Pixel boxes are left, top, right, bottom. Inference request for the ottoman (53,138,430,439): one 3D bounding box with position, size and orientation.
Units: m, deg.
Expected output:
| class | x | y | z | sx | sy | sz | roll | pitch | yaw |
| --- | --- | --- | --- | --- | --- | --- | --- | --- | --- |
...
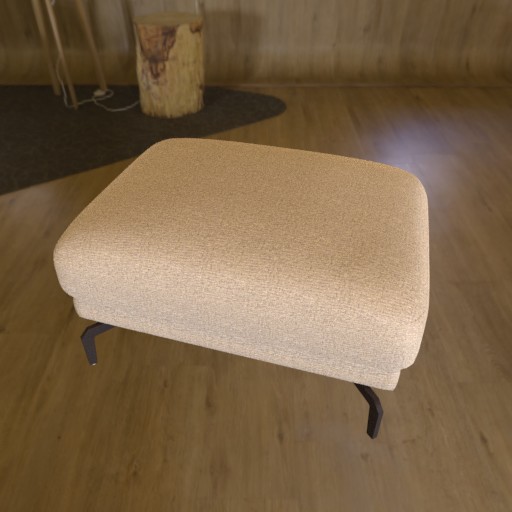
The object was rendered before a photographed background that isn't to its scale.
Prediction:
| class | x | y | z | sx | sy | sz | roll | pitch | yaw |
| --- | --- | --- | --- | --- | --- | --- | --- | --- | --- |
| ottoman | 0.000 | 0.000 | 1.100 | 0.772 | 0.420 | 0.568 | 11 | 41 | 12 |
